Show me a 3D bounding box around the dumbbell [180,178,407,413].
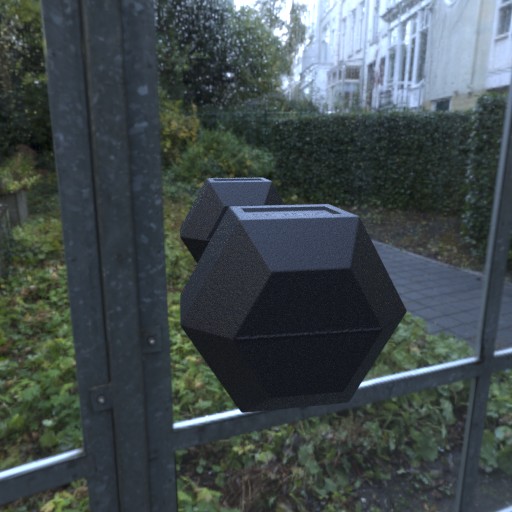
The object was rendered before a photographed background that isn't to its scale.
[{"bbox_3d":[0.000,0.000,0.314,0.106,0.092,0.272,-2,14,-9],"label":"dumbbell"}]
